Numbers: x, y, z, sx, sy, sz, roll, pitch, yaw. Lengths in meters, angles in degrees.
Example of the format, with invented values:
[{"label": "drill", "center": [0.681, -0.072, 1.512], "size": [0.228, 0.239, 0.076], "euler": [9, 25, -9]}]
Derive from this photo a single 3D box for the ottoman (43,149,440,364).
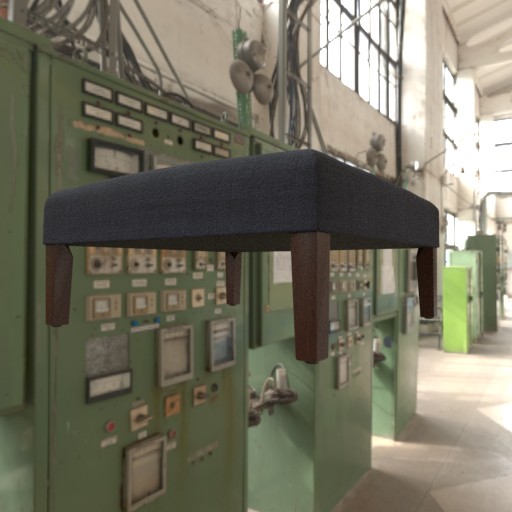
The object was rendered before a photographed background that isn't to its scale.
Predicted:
[{"label": "ottoman", "center": [0.000, 0.000, 1.378], "size": [0.890, 0.411, 0.889], "euler": [-1, -2, 35]}]
